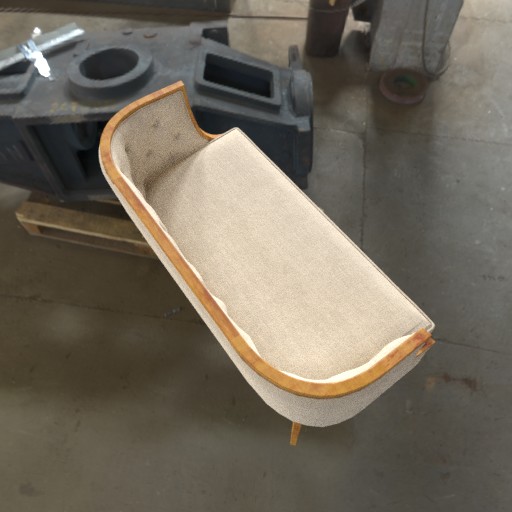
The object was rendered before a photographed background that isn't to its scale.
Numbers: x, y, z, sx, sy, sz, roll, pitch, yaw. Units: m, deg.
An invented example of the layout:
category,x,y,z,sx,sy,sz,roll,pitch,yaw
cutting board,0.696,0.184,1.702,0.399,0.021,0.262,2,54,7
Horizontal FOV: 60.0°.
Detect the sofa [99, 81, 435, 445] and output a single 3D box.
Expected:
category,x,y,z,sx,sy,sz,roll,pitch,yaw
sofa,0.000,0.000,1.914,0.770,0.775,1.474,-32,64,-18
